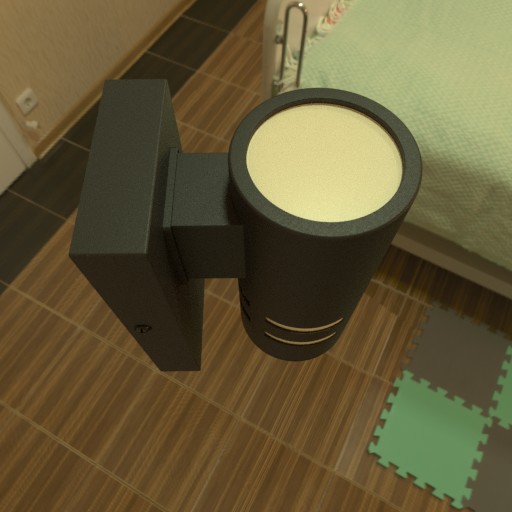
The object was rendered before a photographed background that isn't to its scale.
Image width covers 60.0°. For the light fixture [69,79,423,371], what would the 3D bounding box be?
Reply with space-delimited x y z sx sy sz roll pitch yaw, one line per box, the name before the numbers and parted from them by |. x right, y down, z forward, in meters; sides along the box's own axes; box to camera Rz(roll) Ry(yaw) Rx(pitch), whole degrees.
light fixture | 0.000 0.000 0.262 0.138 0.179 0.098 -1 62 0
